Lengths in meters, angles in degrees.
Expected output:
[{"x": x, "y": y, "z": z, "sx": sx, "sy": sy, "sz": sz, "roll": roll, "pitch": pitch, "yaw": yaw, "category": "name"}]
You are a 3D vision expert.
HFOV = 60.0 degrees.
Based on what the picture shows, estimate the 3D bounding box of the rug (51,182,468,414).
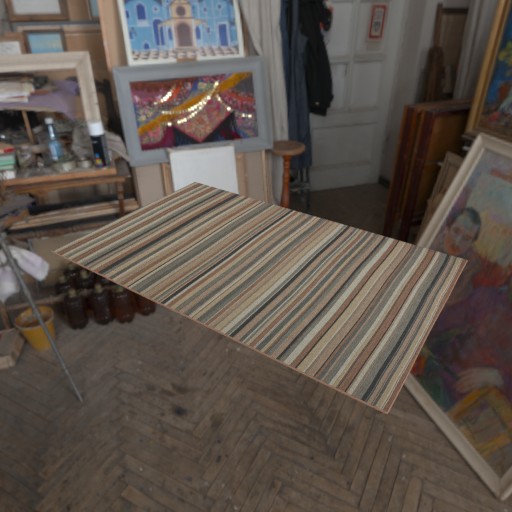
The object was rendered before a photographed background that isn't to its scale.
[{"x": 0.000, "y": 0.000, "z": 3.059, "sx": 2.438, "sy": 0.014, "sz": 1.523, "roll": 20, "pitch": 37, "yaw": 29, "category": "rug"}]
